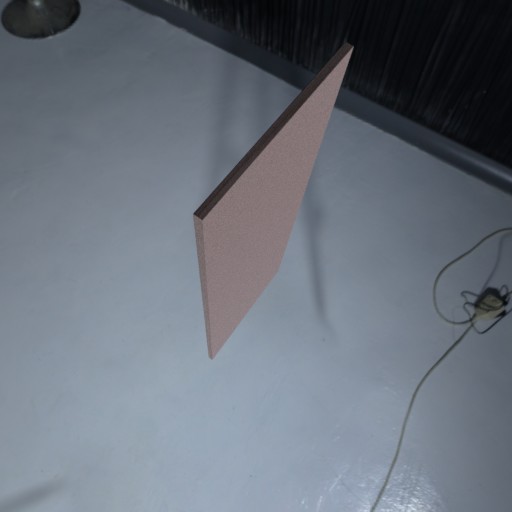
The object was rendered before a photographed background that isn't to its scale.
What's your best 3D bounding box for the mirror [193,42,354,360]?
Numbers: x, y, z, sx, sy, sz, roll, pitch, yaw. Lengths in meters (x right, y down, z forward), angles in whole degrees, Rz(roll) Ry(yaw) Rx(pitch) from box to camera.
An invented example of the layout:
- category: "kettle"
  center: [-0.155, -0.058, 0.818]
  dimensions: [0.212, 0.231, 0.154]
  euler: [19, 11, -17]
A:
- category: "mirror"
  center: [0.000, 0.000, 2.242]
  dimensions: [0.221, 2.020, 0.812]
  euler: [32, 68, 15]
